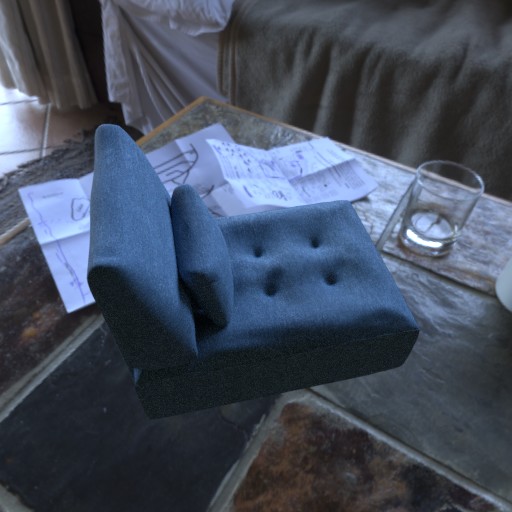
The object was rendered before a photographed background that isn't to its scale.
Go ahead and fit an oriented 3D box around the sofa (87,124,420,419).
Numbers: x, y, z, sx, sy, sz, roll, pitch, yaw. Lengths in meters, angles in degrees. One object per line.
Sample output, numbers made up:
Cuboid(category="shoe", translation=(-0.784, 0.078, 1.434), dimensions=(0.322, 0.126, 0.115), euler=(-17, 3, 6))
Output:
Cuboid(category="sofa", translation=(0.000, 0.000, 1.580), dimensions=(1.000, 0.820, 0.700), euler=(-9, 48, -8))
